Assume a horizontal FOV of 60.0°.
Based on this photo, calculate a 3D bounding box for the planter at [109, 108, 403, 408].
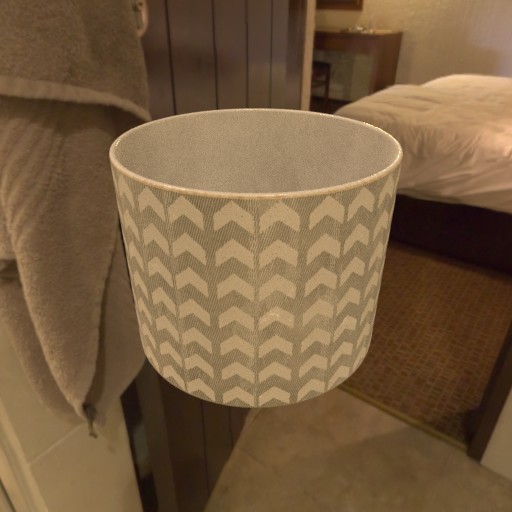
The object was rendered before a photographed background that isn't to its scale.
[{"bbox_3d":[0.000,0.000,0.452,0.250,0.239,0.250,0,31,0],"label":"planter"}]
